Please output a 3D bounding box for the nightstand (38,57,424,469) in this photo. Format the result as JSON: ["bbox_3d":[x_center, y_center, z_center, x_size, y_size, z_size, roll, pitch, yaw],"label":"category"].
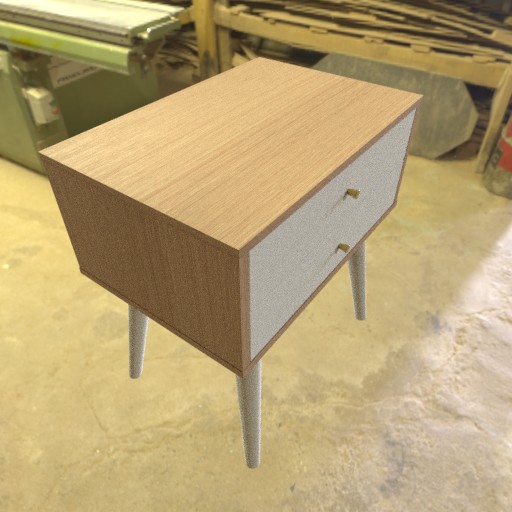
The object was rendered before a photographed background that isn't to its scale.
[{"bbox_3d":[0.000,0.000,0.959,0.407,0.610,0.571,26,47,27],"label":"nightstand"}]
